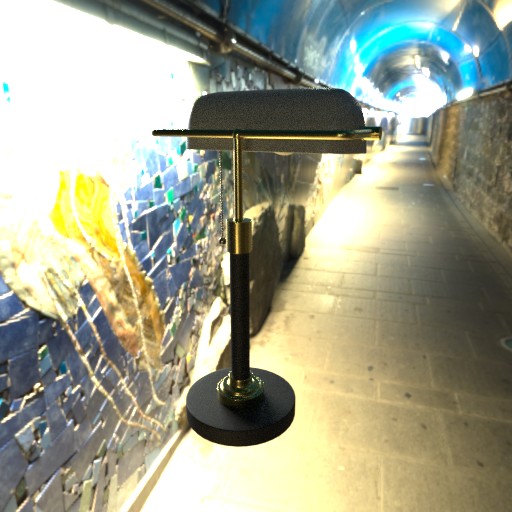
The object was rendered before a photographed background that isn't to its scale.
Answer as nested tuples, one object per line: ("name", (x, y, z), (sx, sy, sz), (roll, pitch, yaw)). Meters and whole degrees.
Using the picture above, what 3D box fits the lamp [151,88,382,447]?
("lamp", (0.000, 0.000, 0.566), (0.269, 0.404, 0.227), (9, 19, 27))
